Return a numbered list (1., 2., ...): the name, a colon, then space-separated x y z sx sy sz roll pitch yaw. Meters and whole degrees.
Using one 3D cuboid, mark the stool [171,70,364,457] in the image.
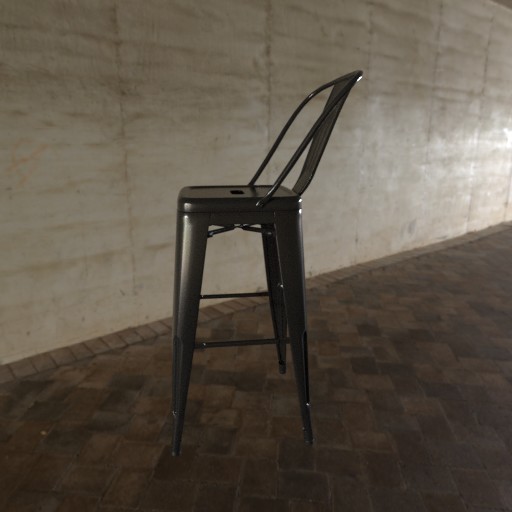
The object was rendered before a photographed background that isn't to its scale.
1. stool: 0.000 0.000 1.321 0.528 1.022 0.432 -2 15 -7
